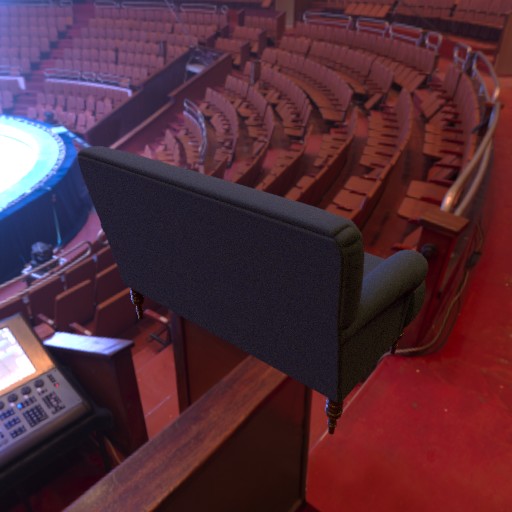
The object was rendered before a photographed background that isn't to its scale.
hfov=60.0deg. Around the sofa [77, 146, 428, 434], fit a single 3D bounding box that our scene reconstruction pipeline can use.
[{"bbox_3d":[0.000,0.000,1.849,1.297,0.889,0.779,22,36,33],"label":"sofa"}]
